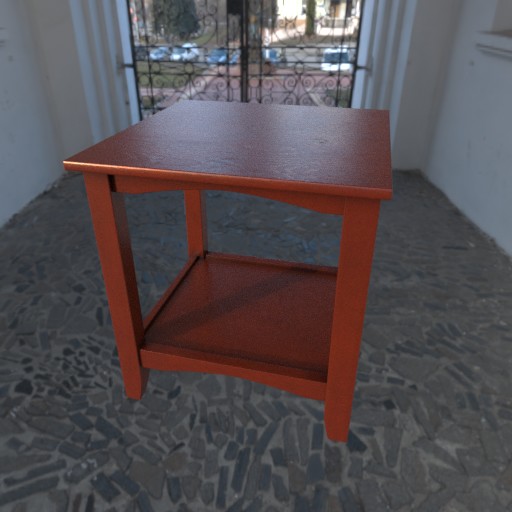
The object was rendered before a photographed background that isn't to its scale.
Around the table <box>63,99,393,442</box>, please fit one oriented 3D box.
[{"bbox_3d":[0.000,0.000,0.993,0.523,0.558,0.522,8,31,14],"label":"table"}]
